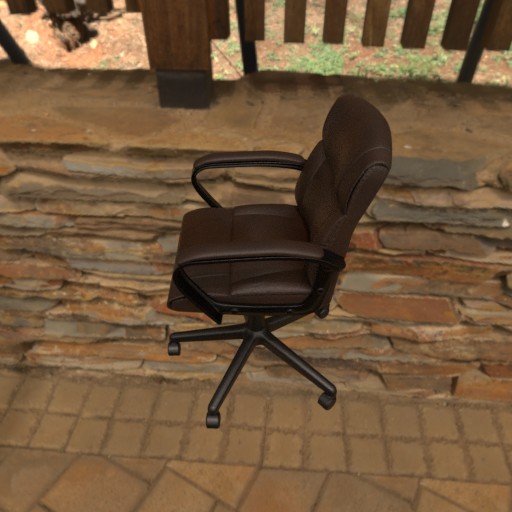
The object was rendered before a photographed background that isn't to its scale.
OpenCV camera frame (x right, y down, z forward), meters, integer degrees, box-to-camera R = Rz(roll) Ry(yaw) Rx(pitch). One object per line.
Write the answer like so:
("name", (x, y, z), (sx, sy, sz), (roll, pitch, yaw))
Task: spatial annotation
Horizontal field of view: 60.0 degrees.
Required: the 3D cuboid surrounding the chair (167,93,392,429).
("chair", (0.000, 0.000, 1.520), (0.717, 1.004, 0.739), (0, 40, 0))
